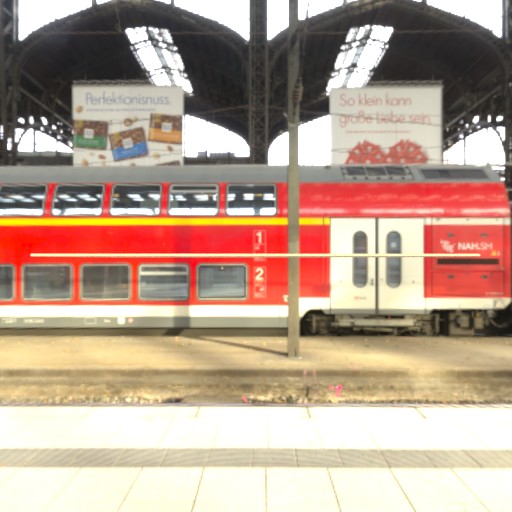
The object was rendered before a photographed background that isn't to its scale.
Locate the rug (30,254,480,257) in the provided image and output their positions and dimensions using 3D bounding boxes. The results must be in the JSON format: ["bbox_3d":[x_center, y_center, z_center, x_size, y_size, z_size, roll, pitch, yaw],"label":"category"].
[{"bbox_3d":[0.000,0.000,2.998,2.290,0.014,1.526,0,0,-1],"label":"rug"}]
